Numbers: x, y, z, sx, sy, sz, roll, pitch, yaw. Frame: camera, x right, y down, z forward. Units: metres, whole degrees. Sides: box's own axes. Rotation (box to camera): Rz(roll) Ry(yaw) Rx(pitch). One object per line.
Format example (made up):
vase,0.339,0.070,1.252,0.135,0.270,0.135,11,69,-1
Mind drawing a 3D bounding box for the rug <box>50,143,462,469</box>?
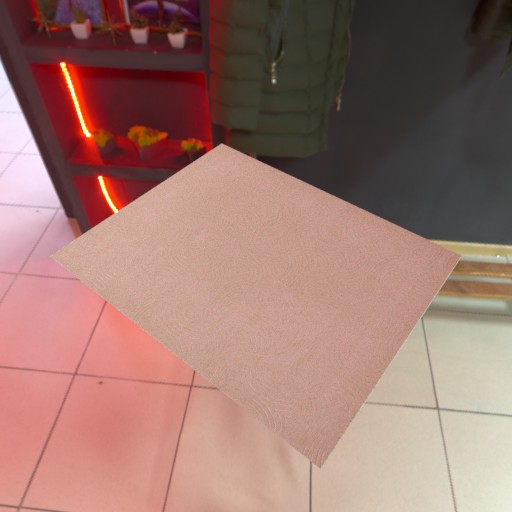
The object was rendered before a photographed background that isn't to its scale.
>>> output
rug,0.000,0.000,3.560,2.584,0.011,2.073,30,54,25
